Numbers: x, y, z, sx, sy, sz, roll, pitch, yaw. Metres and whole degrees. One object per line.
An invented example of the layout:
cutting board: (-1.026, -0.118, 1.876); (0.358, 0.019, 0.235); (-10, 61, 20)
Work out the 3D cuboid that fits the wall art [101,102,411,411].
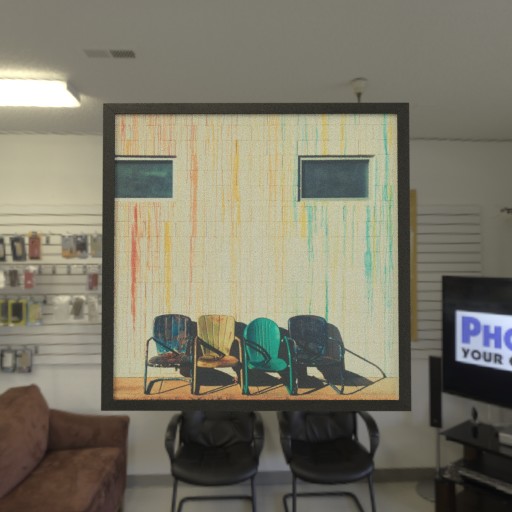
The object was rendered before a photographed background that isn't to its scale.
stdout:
wall art: (0.000, 0.000, 1.115); (0.763, 0.763, 0.039); (0, -1, 0)
